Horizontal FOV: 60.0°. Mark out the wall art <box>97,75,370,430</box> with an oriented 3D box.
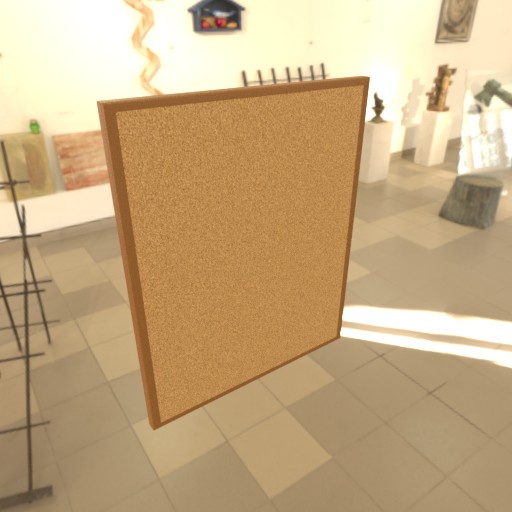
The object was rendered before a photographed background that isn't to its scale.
[{"bbox_3d":[0.000,0.000,0.526,0.310,0.379,0.015,-18,33,-30],"label":"wall art"}]
